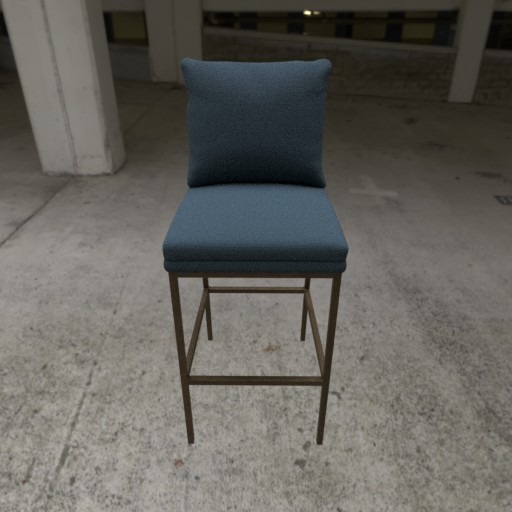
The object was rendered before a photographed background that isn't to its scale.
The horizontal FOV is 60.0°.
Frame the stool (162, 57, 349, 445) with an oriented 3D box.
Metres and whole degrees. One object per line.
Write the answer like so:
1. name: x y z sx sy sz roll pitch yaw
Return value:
1. stool: 0.000 0.000 1.415 0.463 1.124 0.568 0 30 0
